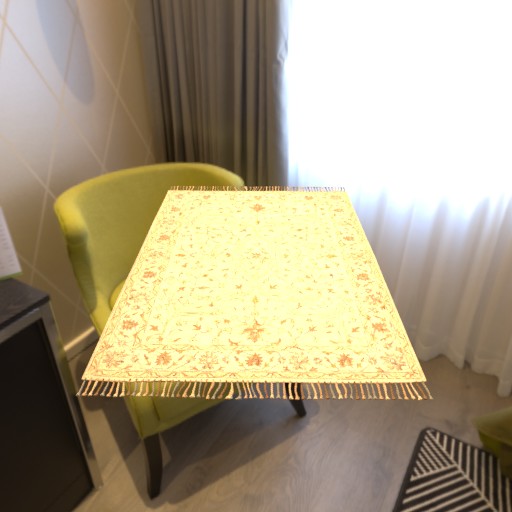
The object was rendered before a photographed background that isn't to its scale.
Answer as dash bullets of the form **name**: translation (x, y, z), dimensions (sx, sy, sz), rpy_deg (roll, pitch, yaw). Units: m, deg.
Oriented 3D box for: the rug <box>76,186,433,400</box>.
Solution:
- **rug**: translation (0.000, 0.000, 2.280), dimensions (1.218, 0.017, 1.861), rpy_deg (0, 31, 1)
